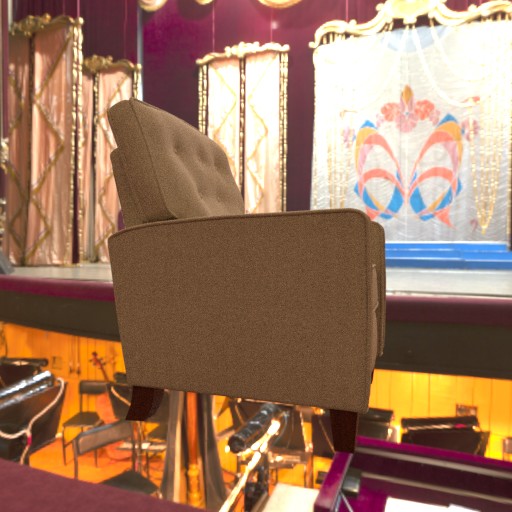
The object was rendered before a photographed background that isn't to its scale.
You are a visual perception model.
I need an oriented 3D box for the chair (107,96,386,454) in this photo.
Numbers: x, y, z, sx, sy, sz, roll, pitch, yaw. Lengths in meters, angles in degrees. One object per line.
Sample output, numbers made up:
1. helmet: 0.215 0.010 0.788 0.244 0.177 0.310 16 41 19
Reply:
1. chair: 0.000 0.000 1.387 0.754 0.888 0.648 0 1 19
